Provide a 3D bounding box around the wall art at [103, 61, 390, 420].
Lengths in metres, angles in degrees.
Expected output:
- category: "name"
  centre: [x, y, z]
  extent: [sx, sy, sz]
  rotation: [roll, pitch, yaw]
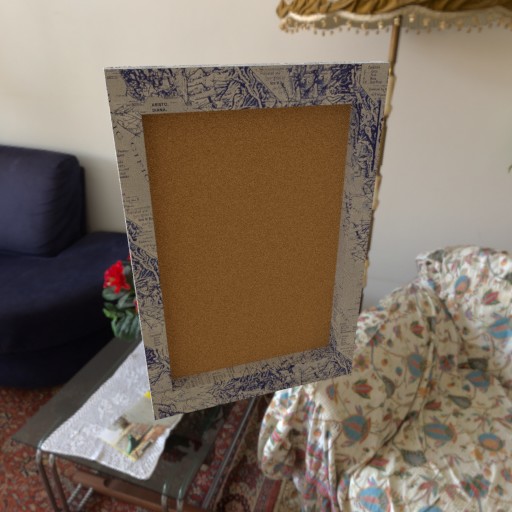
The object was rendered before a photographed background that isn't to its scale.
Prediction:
- category: "wall art"
  centre: [0.000, 0.000, 0.756]
  extent: [0.408, 0.601, 0.040]
  rotation: [-8, 28, -16]
